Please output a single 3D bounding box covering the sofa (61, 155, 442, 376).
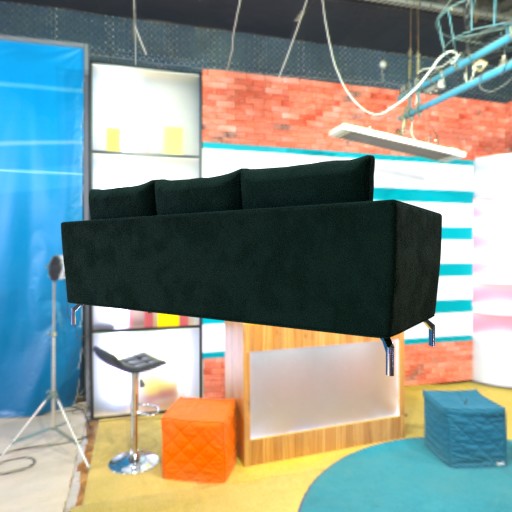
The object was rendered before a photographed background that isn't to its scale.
[{"bbox_3d":[0.000,0.000,3.123,2.441,1.007,1.489,0,1,35],"label":"sofa"}]
